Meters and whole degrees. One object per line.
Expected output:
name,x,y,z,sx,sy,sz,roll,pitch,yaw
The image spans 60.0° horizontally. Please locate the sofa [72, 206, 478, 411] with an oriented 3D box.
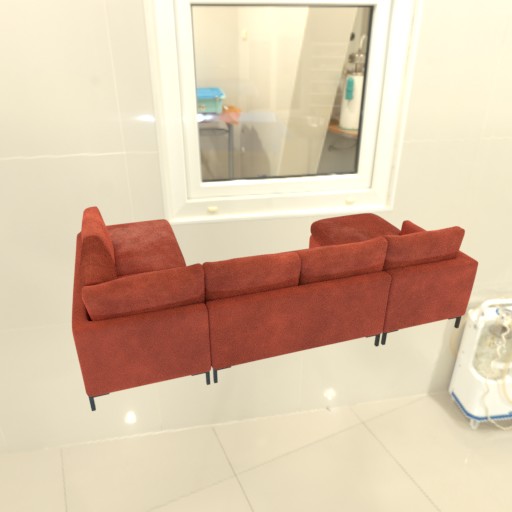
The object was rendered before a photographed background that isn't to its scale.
sofa,0.000,0.000,3.877,2.971,0.858,1.981,-8,28,-16
